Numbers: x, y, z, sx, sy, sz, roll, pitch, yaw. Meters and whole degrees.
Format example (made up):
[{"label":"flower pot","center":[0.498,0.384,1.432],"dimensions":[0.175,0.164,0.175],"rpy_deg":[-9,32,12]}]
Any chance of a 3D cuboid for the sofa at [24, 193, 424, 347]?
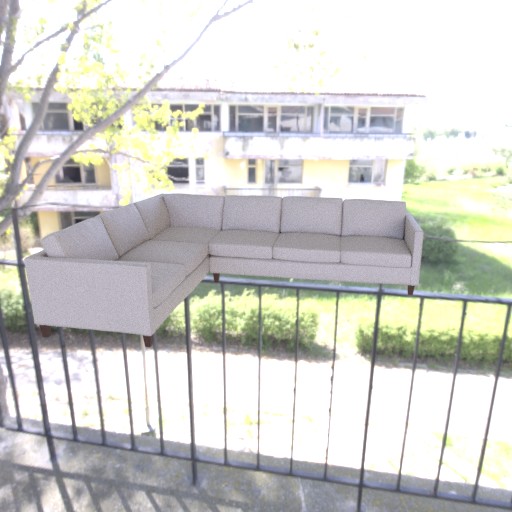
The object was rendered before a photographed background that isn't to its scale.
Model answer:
[{"label":"sofa","center":[0.000,0.000,4.316],"dimensions":[3.182,0.863,2.432],"rpy_deg":[3,17,10]}]
